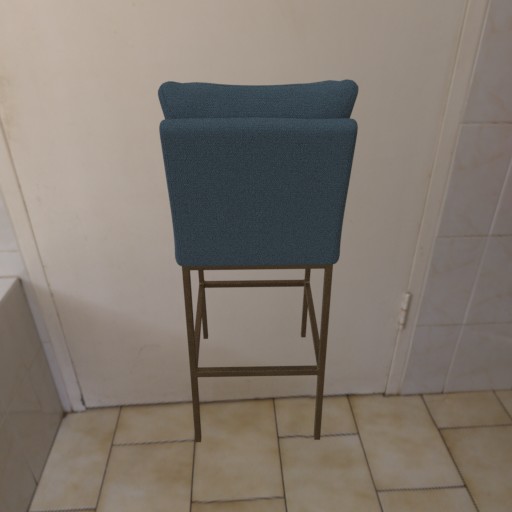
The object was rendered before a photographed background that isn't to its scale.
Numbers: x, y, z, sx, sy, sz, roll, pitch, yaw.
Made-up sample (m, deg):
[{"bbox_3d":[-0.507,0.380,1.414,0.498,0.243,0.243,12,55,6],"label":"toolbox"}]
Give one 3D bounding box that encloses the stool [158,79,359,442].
[{"bbox_3d":[0.000,0.000,1.425,0.463,1.124,0.568,-1,31,-1],"label":"stool"}]
